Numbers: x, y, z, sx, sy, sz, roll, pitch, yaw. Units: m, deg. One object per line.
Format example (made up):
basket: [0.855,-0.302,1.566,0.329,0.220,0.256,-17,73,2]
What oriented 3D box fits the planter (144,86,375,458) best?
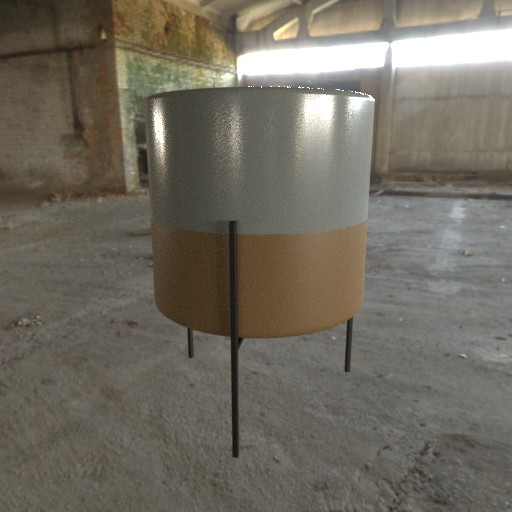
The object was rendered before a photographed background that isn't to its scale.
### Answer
planter: [0.000,0.000,0.646,0.310,0.432,0.310,7,16,25]
